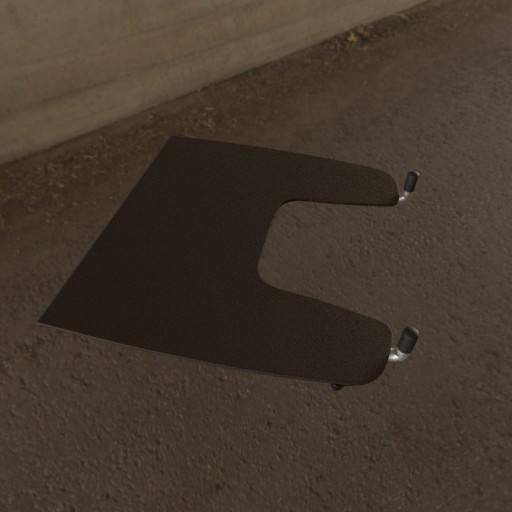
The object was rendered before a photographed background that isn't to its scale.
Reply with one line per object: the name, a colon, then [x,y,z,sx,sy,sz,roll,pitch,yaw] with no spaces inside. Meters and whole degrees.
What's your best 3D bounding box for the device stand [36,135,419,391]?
device stand: [0.000,0.000,0.354,0.230,0.092,0.230,10,47,10]
